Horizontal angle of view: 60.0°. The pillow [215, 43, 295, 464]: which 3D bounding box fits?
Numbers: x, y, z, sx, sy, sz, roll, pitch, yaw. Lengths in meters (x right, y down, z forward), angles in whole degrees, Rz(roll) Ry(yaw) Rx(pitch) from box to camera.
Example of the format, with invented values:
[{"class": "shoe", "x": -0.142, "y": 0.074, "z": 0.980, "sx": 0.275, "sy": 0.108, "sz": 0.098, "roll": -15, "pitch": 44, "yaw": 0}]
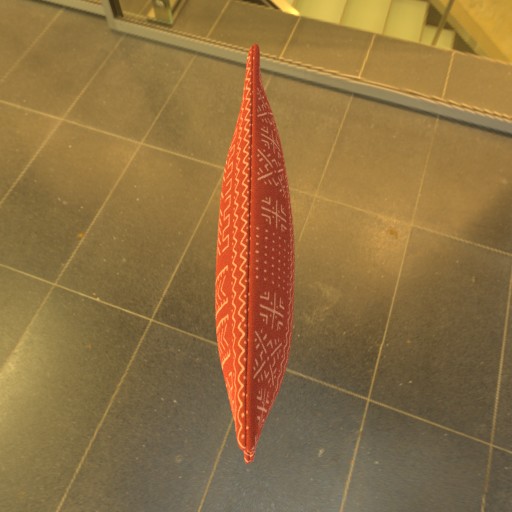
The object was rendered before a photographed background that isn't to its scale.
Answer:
[{"class": "pillow", "x": 0.000, "y": 0.000, "z": 0.761, "sx": 0.130, "sy": 0.352, "sz": 0.640, "roll": 1, "pitch": 64, "yaw": 0}]
